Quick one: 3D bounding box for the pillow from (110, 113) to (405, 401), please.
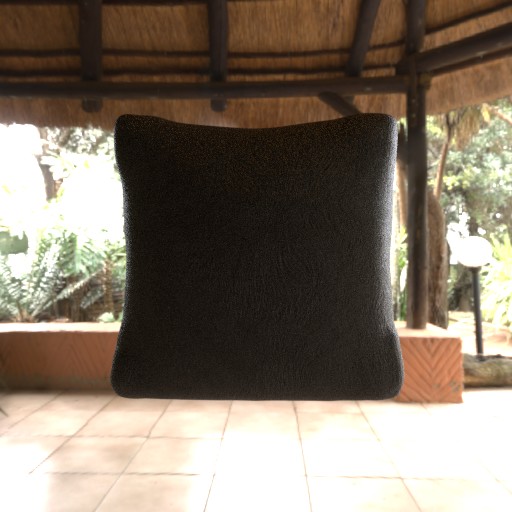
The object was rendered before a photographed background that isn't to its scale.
[{"bbox_3d":[0.000,0.000,0.805,0.533,0.523,0.210,0,-1,1],"label":"pillow"}]
